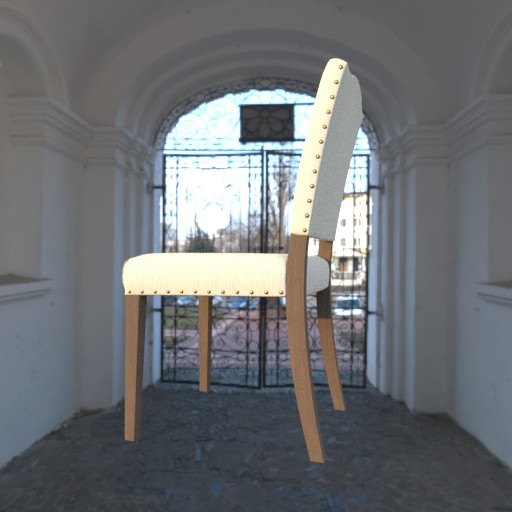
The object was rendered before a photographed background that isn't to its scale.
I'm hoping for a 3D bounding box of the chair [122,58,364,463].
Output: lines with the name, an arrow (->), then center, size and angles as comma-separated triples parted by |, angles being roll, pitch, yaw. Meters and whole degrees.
chair -> 0.000, 0.000, 1.361 | 0.619, 1.015, 0.508 | 0, 0, 19
